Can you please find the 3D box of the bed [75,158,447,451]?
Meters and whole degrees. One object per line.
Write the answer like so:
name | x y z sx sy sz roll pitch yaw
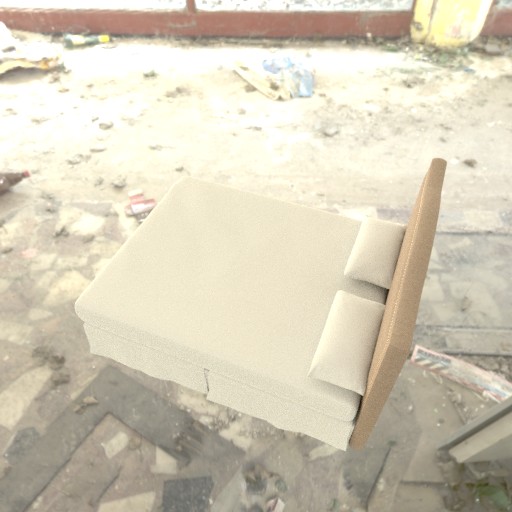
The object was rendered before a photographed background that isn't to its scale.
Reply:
bed | 0.000 0.000 3.402 2.282 1.436 1.821 17 49 15
